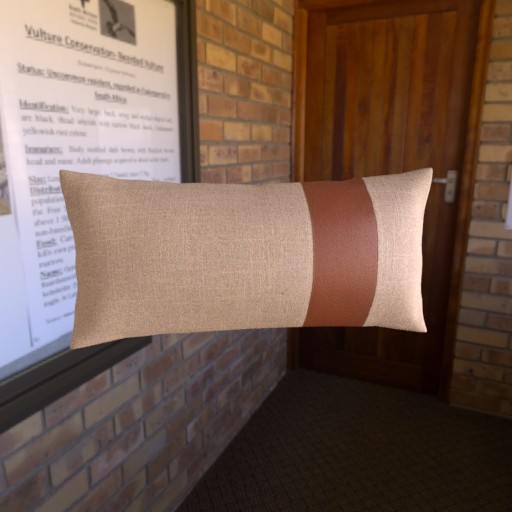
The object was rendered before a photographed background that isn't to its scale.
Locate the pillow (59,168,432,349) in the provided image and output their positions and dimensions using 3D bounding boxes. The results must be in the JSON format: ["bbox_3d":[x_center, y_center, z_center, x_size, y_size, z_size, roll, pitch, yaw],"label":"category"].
[{"bbox_3d":[0.000,0.000,0.735,0.612,0.282,0.155,-2,14,-6],"label":"pillow"}]
